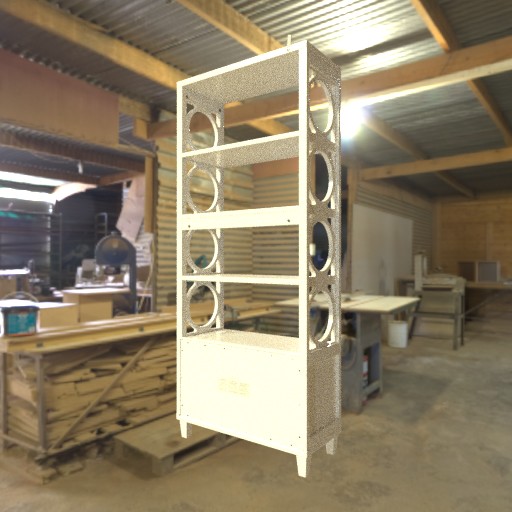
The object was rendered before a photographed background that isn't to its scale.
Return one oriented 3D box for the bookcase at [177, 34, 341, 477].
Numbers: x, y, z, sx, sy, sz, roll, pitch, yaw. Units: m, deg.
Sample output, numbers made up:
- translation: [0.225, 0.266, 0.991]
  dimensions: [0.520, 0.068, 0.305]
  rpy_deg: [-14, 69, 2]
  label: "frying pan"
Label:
- translation: [0.000, 0.000, 2.191]
  dimensions: [0.761, 1.869, 0.361]
  rpy_deg: [0, 0, 36]
  label: "bookcase"
